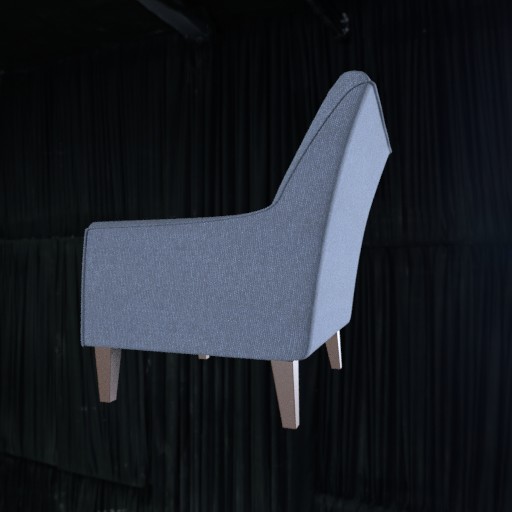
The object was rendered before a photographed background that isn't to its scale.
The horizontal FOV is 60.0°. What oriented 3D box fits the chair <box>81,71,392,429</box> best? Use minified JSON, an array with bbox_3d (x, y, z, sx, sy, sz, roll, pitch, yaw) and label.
[{"bbox_3d":[0.000,0.000,1.593,0.899,0.919,0.780,0,-1,20],"label":"chair"}]
